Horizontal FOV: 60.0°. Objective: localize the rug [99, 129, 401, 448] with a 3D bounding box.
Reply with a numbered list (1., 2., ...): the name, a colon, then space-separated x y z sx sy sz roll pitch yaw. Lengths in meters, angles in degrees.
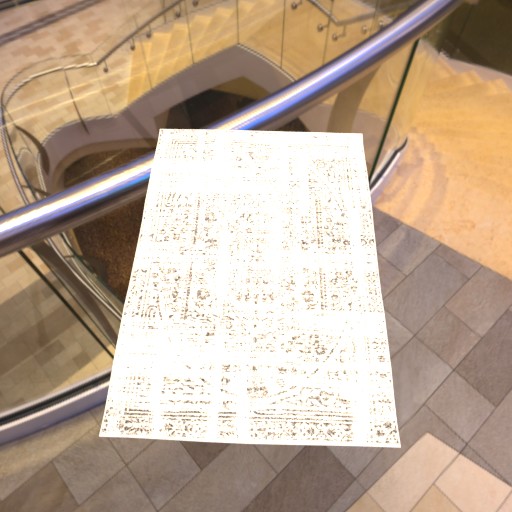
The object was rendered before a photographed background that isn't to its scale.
1. rug: 0.000 0.000 3.097 1.706 0.026 2.438 2 60 1
